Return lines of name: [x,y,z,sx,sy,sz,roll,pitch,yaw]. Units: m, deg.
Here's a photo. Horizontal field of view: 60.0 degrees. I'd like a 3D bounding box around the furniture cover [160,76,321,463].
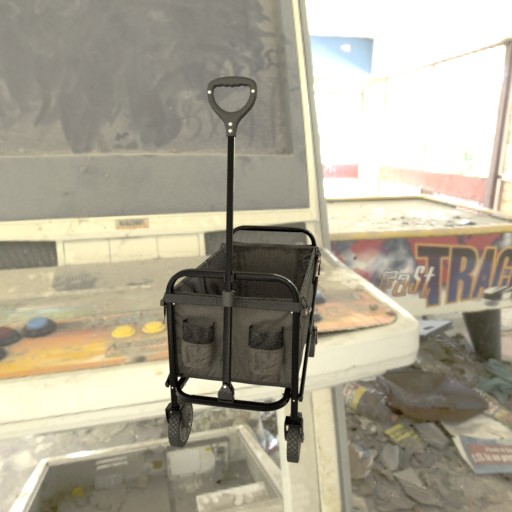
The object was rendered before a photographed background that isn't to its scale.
furniture cover: [0.000,0.000,1.837,0.532,1.295,1.038,3,15,11]
